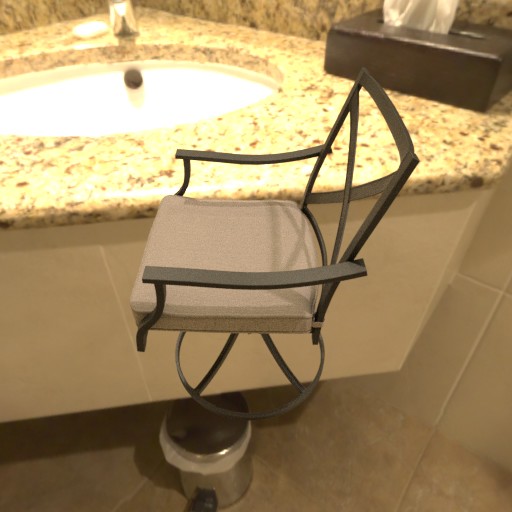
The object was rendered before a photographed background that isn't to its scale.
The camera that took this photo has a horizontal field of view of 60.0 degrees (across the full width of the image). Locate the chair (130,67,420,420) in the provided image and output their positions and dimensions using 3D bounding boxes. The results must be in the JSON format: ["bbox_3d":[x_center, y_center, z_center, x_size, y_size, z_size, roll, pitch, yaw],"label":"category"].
[{"bbox_3d":[0.000,0.000,1.269,0.620,0.889,0.575,0,41,0],"label":"chair"}]
